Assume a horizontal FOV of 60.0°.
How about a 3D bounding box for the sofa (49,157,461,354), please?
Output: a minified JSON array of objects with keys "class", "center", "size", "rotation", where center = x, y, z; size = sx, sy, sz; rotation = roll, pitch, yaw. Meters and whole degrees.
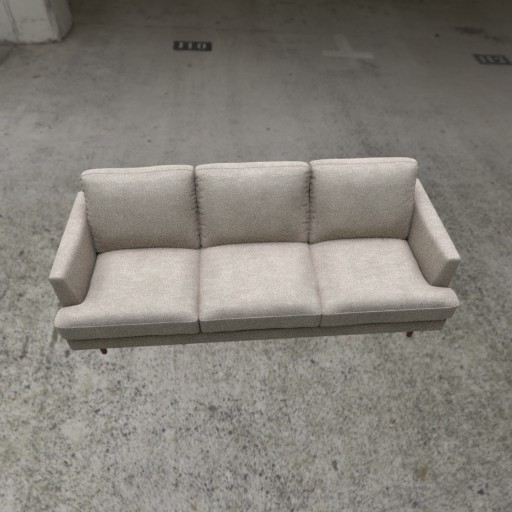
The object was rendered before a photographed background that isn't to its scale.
[{"class":"sofa","center":[0.000,0.000,2.713],"size":[2.246,0.930,0.903],"rotation":[-3,46,-3]}]
